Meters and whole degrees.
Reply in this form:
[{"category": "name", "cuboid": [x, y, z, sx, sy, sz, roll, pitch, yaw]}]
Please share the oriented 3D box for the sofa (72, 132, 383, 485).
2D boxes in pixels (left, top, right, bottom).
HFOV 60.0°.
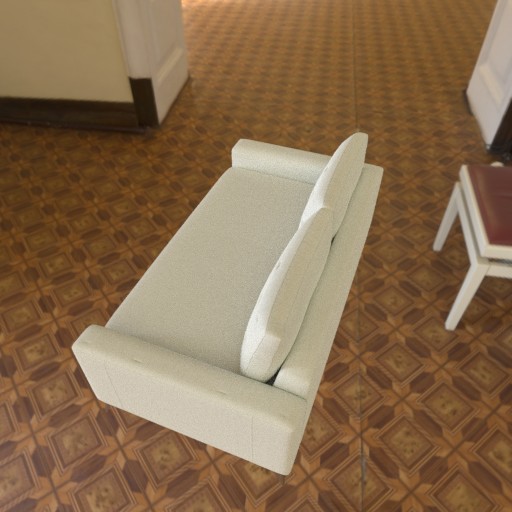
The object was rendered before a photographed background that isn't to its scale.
[{"category": "sofa", "cuboid": [0.000, 0.000, 2.165, 0.920, 0.790, 1.650, 15, 47, 15]}]
